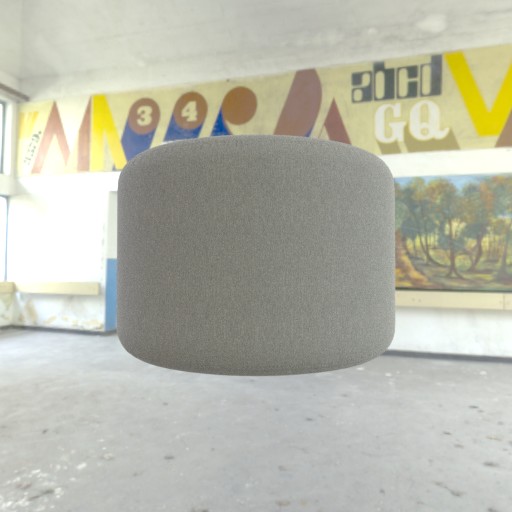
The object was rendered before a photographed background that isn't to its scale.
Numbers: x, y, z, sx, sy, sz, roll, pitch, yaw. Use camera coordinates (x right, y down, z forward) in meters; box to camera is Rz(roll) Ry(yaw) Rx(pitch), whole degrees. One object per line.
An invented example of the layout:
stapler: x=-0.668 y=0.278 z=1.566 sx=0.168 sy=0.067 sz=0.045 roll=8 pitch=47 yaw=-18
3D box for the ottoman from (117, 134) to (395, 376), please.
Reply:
ottoman: x=0.000 y=0.000 z=1.015 sx=0.608 sy=0.433 sz=0.608 roll=0 pitch=-1 yaw=0
